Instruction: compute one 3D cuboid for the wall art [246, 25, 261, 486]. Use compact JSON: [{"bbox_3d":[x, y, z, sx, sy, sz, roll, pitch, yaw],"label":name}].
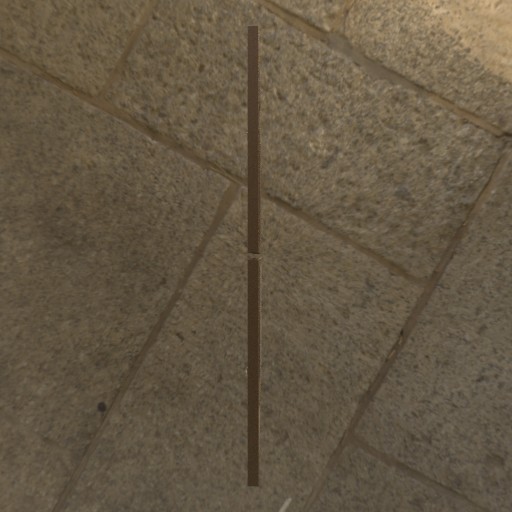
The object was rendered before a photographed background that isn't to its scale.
[{"bbox_3d":[0.000,0.000,1.507,0.030,1.032,1.032,0,90,1],"label":"wall art"}]
